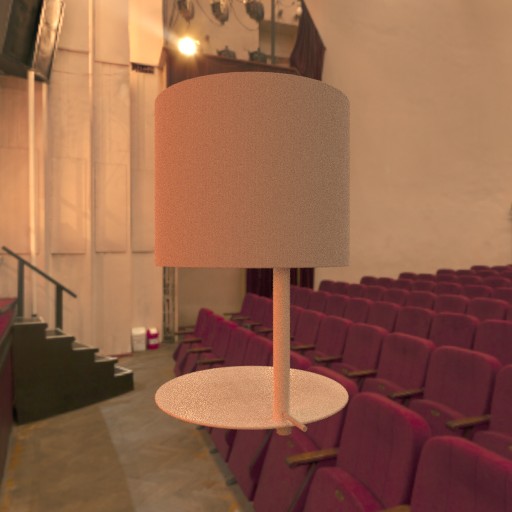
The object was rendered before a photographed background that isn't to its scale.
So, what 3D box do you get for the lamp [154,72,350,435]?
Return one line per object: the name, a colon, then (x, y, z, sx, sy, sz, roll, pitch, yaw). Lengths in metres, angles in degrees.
lamp: (0.000, 0.000, 0.678, 0.299, 0.454, 0.341, 0, 0, -18)
